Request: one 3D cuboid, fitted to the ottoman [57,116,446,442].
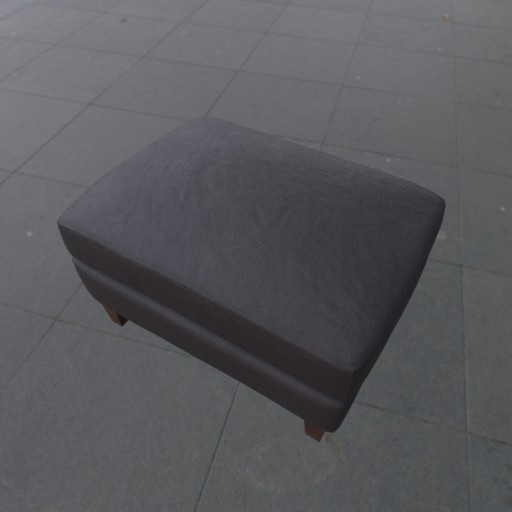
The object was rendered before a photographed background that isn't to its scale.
[{"bbox_3d":[0.000,0.000,1.308,0.887,0.529,0.659,24,51,21],"label":"ottoman"}]
